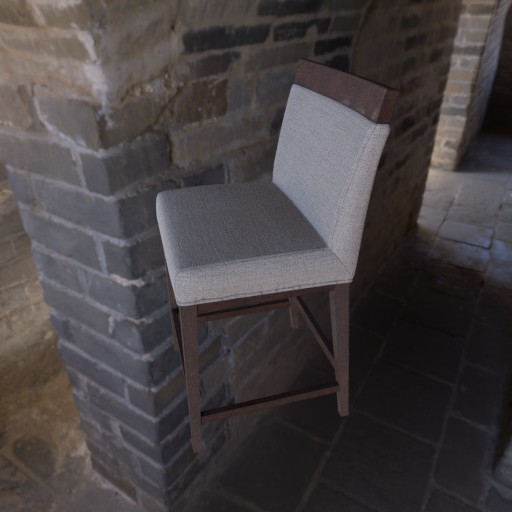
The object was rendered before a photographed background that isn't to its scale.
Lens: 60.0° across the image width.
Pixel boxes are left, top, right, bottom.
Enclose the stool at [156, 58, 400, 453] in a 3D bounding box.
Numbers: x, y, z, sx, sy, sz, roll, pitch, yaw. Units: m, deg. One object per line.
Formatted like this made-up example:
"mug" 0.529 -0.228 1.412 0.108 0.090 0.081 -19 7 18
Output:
"stool" 0.000 0.000 1.314 0.531 1.009 0.512 -8 32 -14
